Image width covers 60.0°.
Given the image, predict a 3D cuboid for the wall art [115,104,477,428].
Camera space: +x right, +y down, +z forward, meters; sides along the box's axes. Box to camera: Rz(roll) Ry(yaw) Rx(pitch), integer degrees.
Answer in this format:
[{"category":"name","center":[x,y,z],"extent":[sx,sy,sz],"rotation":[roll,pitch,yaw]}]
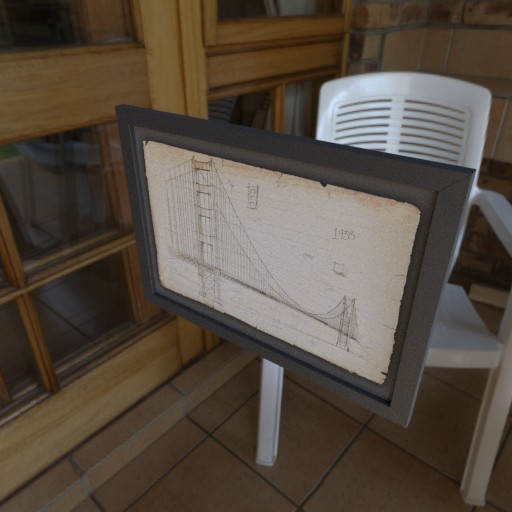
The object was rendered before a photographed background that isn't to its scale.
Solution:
[{"category":"wall art","center":[0.000,0.000,0.543],"extent":[0.432,0.306,0.016],"rotation":[20,36,30]}]
